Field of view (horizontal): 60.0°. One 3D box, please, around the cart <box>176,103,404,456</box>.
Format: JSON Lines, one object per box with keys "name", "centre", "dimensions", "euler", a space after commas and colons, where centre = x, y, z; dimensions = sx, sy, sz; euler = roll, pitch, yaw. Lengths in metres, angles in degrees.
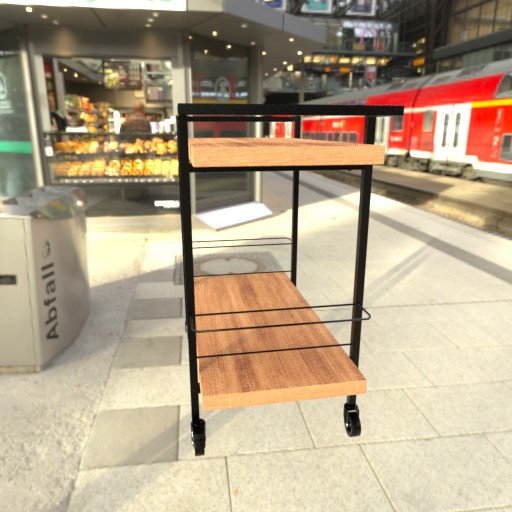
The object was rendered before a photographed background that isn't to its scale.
{"name": "cart", "centre": [0.000, 0.000, 1.236], "dimensions": [0.406, 0.762, 0.806], "euler": [-3, 16, -10]}
